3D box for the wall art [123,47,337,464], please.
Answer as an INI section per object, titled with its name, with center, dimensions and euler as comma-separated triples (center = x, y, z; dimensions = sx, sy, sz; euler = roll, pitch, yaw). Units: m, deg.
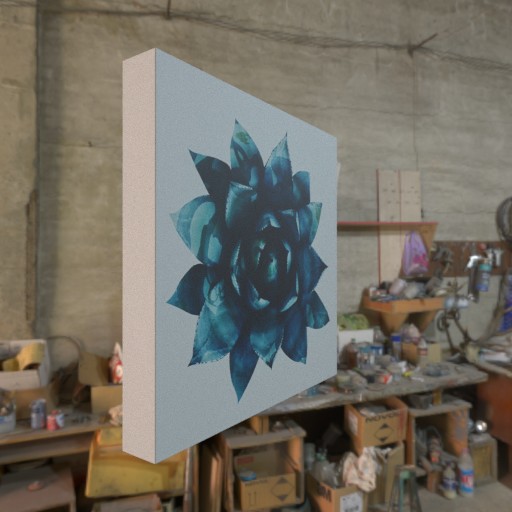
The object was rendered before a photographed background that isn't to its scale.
[wall art]
center = 0.000, 0.000, 0.458
dimensions = 0.038, 0.305, 0.305
euler = 0, 0, 36
